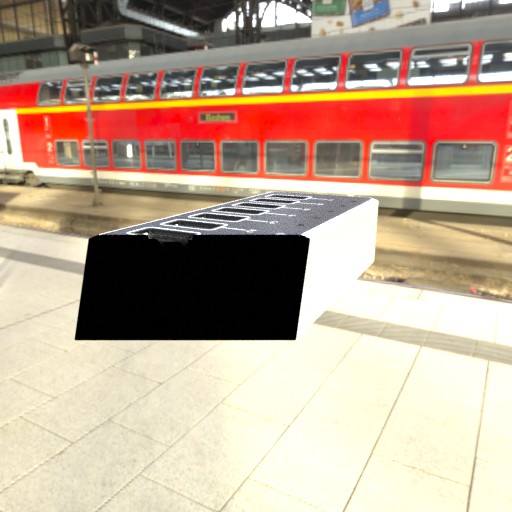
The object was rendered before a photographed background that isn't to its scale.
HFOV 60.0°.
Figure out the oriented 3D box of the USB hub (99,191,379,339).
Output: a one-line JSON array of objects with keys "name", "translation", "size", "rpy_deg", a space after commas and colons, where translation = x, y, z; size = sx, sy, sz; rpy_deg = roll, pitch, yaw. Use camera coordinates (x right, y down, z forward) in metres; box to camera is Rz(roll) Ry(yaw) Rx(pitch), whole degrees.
[{"name": "USB hub", "translation": [0.000, 0.000, 0.126], "size": [0.044, 0.023, 0.110], "rpy_deg": [8, 17, 27]}]
